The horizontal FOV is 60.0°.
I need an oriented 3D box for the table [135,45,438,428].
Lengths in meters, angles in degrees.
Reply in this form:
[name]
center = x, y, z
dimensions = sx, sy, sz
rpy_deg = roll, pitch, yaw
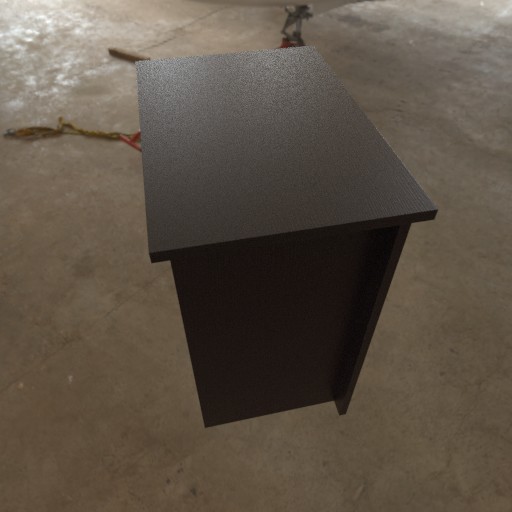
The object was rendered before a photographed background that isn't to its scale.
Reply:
[table]
center = 0.000, 0.000, 1.052
dimensions = 0.408, 0.711, 0.589
rpy_deg = -9, 47, -8
